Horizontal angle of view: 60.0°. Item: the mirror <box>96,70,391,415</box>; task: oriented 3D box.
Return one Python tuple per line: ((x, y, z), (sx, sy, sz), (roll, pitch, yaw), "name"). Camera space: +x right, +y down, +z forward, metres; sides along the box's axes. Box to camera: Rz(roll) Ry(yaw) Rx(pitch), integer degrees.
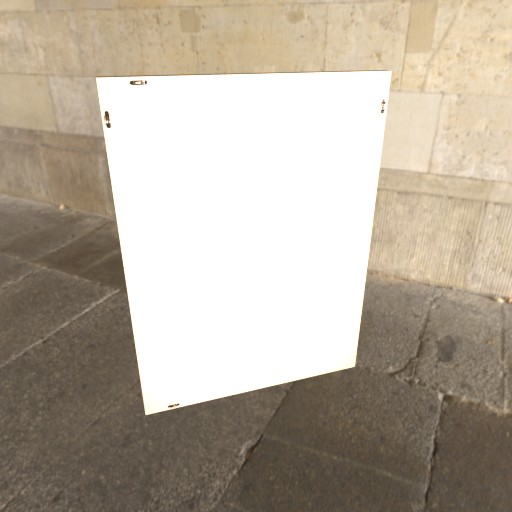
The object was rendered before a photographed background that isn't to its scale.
((0.000, 0.000, 1.331), (0.762, 1.016, 0.040), (-8, 27, -16), "mirror")
